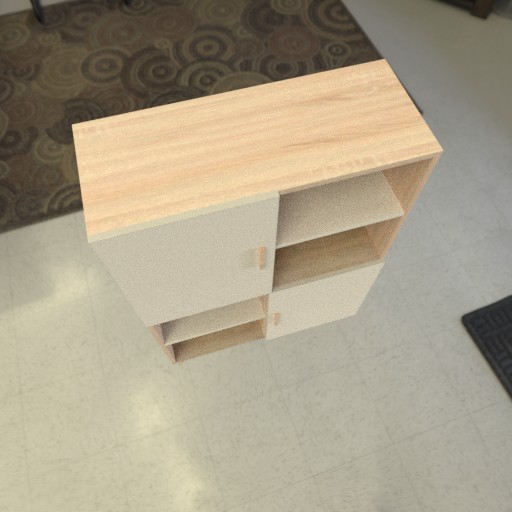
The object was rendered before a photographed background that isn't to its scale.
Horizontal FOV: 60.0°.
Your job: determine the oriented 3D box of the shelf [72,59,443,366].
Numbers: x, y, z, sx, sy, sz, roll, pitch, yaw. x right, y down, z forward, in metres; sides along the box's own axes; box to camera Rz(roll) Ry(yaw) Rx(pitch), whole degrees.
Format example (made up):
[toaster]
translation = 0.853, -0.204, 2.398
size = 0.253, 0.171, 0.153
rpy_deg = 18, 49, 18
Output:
[shelf]
translation = 0.000, 0.000, 1.885
size = 0.995, 1.405, 0.434
rpy_deg = -15, 63, -8
